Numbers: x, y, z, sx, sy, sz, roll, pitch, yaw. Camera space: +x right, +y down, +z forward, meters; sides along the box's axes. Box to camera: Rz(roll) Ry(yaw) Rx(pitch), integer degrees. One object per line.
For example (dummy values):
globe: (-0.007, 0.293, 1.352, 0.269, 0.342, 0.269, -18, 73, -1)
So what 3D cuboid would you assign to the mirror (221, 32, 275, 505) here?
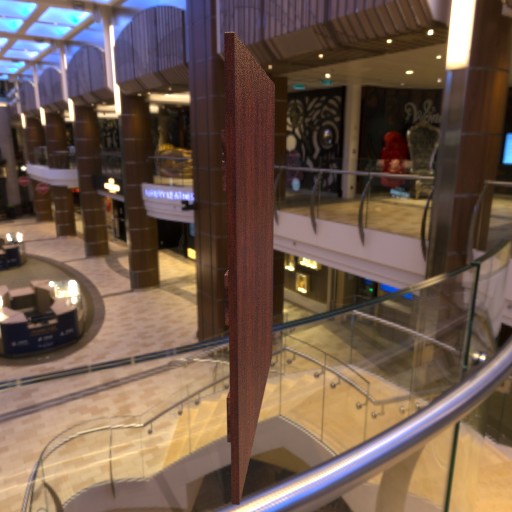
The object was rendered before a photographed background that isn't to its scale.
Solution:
mirror: (0.000, 0.000, 1.014, 0.021, 0.805, 0.600, 2, 14, 8)
